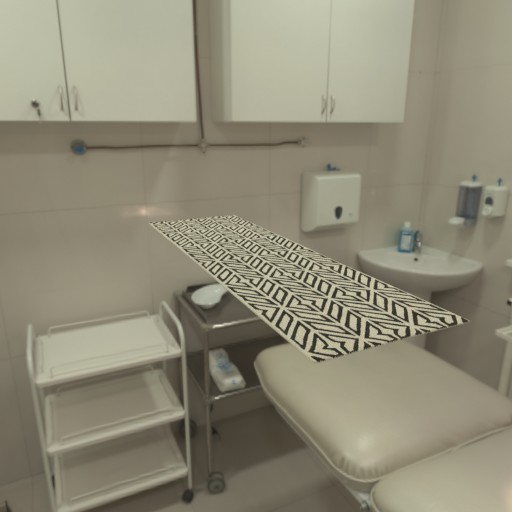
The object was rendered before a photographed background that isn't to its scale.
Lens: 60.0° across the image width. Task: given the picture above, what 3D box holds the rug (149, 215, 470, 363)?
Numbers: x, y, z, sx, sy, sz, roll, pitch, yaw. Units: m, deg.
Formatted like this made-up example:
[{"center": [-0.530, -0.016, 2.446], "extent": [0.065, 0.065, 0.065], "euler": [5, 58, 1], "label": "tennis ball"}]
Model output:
[{"center": [0.000, 0.000, 2.690], "extent": [0.750, 0.009, 2.435], "euler": [-8, 18, -25], "label": "rug"}]
